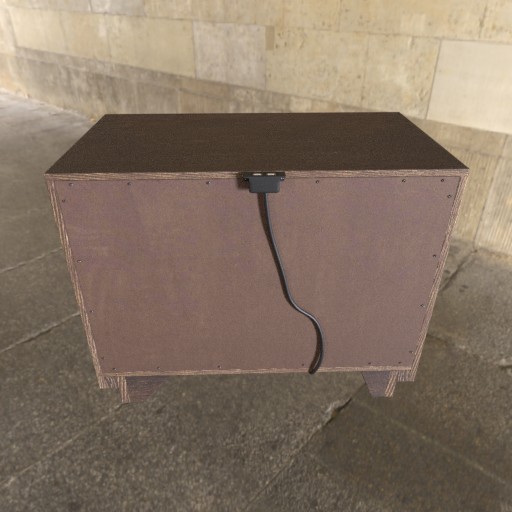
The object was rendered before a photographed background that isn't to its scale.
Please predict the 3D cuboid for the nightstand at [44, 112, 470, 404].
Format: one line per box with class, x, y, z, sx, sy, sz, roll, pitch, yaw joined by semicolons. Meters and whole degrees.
nightstand;0.000;0.000;1.137;0.775;0.612;0.457;-1;32;-1
